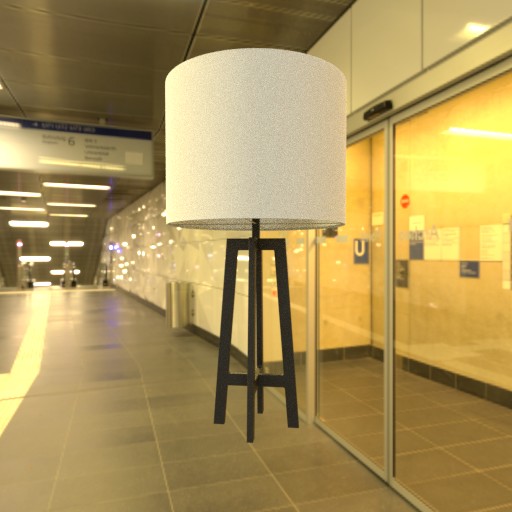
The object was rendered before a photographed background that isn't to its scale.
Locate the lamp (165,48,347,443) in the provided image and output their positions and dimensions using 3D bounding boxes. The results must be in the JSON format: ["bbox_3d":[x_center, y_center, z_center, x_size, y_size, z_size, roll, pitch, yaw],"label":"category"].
[{"bbox_3d":[0.000,0.000,0.642,0.257,0.489,0.257,0,0,-37],"label":"lamp"}]
